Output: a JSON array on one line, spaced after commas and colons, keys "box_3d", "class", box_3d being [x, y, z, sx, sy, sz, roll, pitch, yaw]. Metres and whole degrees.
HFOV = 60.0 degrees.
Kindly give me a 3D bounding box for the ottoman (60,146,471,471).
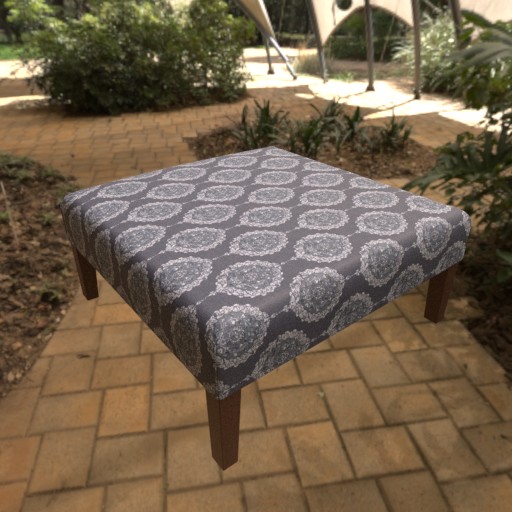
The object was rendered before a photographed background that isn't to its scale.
[{"box_3d": [0.000, 0.000, 1.403, 0.890, 0.409, 0.889, -21, 36, -33], "class": "ottoman"}]
